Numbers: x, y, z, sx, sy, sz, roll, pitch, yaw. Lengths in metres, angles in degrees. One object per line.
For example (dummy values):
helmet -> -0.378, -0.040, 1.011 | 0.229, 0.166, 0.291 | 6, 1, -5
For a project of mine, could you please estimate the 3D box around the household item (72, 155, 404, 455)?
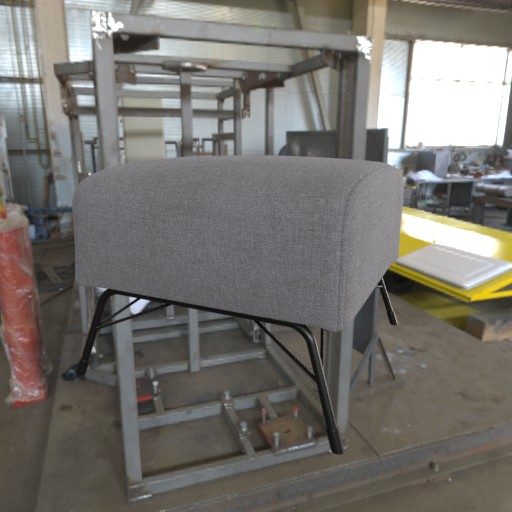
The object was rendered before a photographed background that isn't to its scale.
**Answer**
household item -> 0.000, 0.000, 0.927 | 0.530, 0.410, 0.530 | 7, 16, 25
